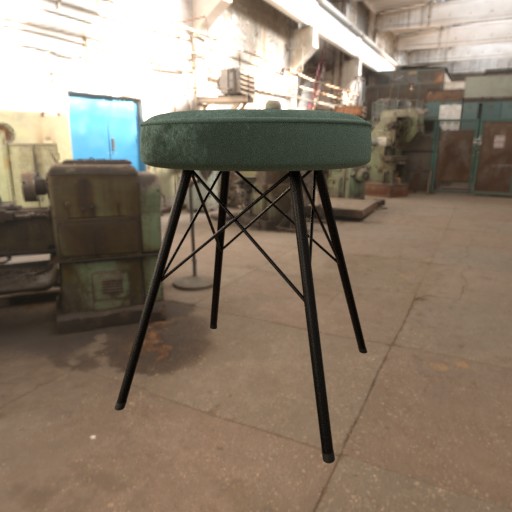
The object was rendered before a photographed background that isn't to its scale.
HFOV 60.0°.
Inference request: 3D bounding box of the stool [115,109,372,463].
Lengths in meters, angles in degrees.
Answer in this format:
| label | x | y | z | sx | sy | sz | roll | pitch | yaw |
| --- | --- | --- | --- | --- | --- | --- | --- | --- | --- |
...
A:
| label | x | y | z | sx | sy | sz | roll | pitch | yaw |
| --- | --- | --- | --- | --- | --- | --- | --- | --- | --- |
| stool | 0.000 | 0.000 | 0.856 | 0.457 | 0.519 | 0.458 | 8 | 16 | 28 |
